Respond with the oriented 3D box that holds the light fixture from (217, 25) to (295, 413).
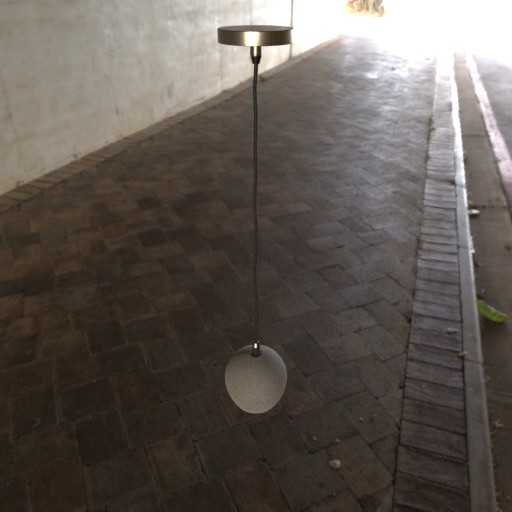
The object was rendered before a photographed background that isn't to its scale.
[{"bbox_3d":[0.000,0.000,0.833,0.139,0.764,0.139,-22,38,-31],"label":"light fixture"}]
